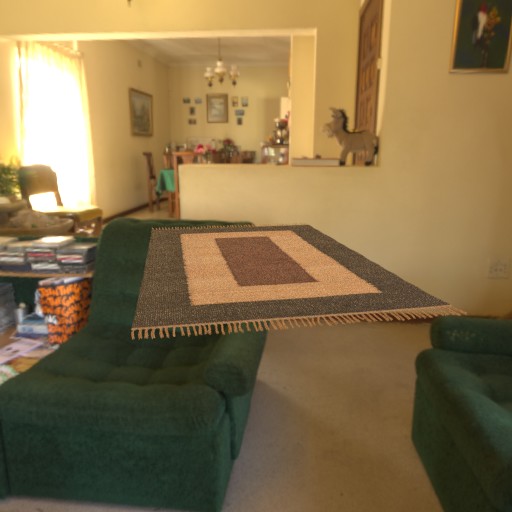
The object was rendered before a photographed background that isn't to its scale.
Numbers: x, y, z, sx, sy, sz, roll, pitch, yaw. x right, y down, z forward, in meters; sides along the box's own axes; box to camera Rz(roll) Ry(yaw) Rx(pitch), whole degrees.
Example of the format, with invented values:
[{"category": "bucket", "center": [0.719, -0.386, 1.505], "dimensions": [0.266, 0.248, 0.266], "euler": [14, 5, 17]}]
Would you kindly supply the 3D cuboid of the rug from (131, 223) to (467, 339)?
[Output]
[{"category": "rug", "center": [0.000, 0.000, 1.887], "dimensions": [0.920, 0.013, 1.541], "euler": [-3, 14, -10]}]
